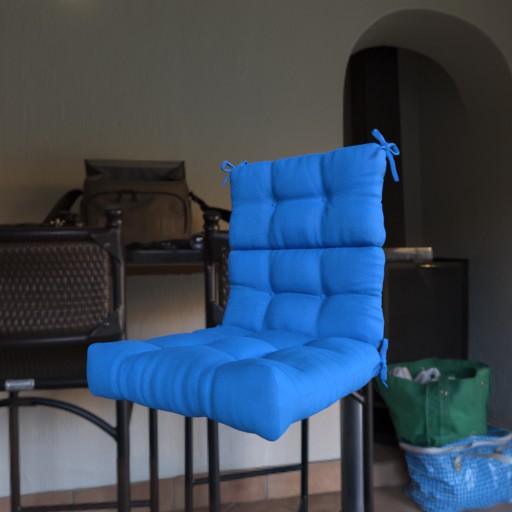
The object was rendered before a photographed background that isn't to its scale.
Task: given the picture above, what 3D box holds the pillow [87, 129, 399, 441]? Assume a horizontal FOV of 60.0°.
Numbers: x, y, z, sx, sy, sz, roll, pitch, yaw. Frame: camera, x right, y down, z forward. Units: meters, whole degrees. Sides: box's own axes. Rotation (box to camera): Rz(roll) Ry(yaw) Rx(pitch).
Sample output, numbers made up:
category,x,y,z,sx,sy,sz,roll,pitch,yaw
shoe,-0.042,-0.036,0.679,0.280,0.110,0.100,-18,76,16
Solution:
category,x,y,z,sx,sy,sz,roll,pitch,yaw
pillow,0.000,0.000,1.003,0.519,0.605,0.571,-1,-2,35
